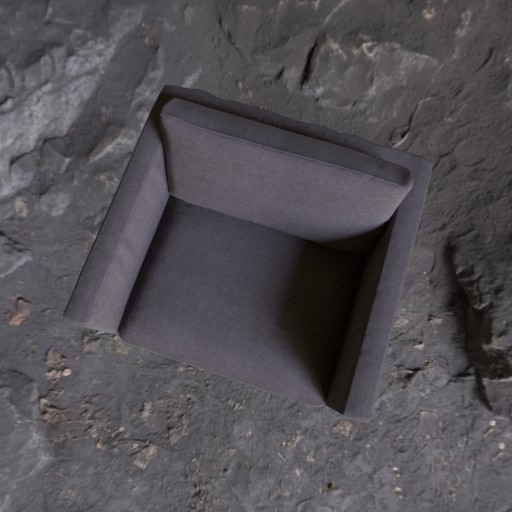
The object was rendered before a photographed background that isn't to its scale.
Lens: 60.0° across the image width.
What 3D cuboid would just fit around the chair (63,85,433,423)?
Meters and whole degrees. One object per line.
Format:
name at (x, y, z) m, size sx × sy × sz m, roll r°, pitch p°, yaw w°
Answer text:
chair at (0.000, 0.000, 1.746) m, size 1.057 × 0.863 × 0.949 m, roll 18°, pitch 77°, yaw 4°
